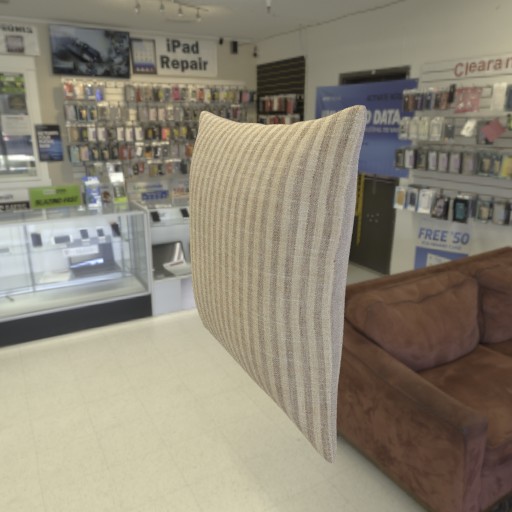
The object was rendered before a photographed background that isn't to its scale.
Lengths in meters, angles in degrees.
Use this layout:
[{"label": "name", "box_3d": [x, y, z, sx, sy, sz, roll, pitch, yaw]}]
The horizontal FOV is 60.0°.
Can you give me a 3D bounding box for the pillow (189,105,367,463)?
[{"label": "pillow", "box_3d": [0.000, 0.000, 0.809, 0.166, 0.510, 0.523, -9, 20, -26]}]
